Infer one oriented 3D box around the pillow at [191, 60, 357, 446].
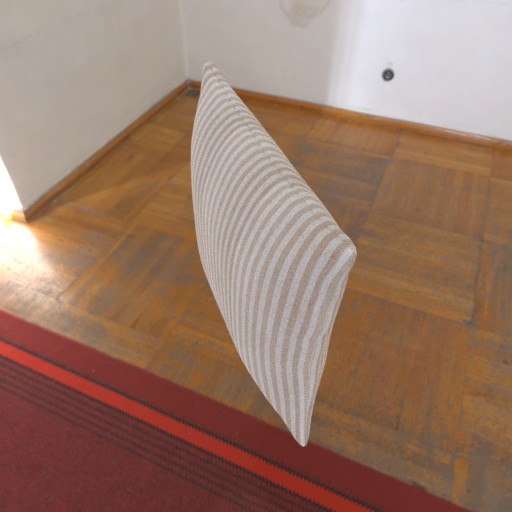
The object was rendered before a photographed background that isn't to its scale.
[{"bbox_3d":[0.000,0.000,0.800,0.166,0.510,0.523,-16,48,-15],"label":"pillow"}]
